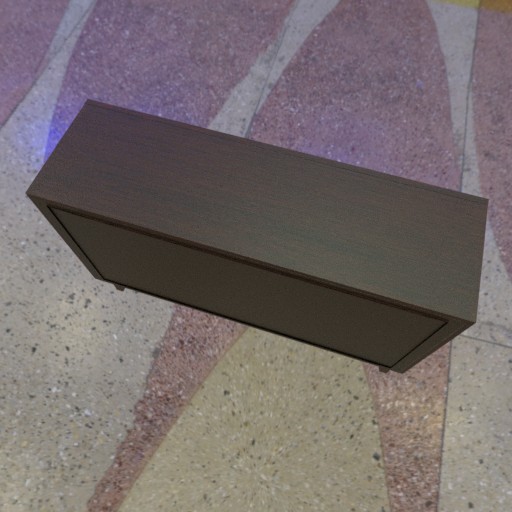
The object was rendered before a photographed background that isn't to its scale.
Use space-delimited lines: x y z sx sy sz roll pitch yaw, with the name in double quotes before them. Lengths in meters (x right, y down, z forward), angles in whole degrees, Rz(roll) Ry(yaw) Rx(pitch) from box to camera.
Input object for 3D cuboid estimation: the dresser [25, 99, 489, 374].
"dresser" 0.000 0.000 2.041 1.609 0.971 0.499 16 65 8
